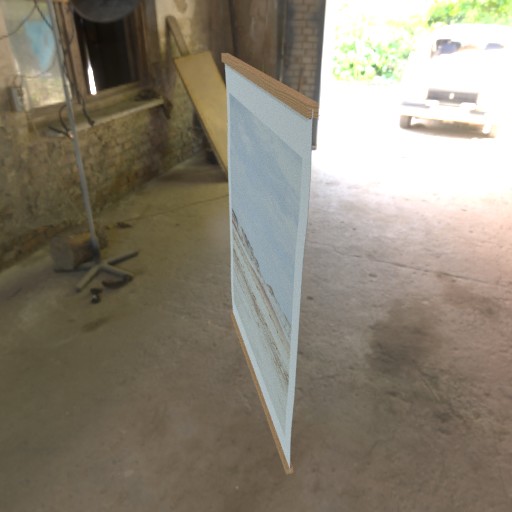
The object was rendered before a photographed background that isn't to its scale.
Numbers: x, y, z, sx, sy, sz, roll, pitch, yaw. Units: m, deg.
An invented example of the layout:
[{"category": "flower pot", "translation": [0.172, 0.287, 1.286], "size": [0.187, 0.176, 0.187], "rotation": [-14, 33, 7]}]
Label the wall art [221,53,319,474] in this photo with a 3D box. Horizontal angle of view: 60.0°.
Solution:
[{"category": "wall art", "translation": [0.000, 0.000, 1.307], "size": [0.020, 1.016, 0.739], "rotation": [-8, 32, -13]}]
